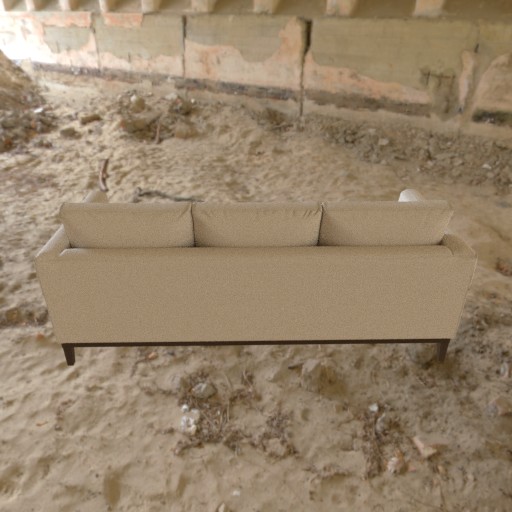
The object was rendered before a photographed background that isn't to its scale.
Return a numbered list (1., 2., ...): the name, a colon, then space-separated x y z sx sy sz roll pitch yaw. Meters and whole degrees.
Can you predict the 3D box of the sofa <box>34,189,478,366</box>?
1. sofa: 0.000 0.000 2.647 2.198 0.911 0.902 -1 29 -1
